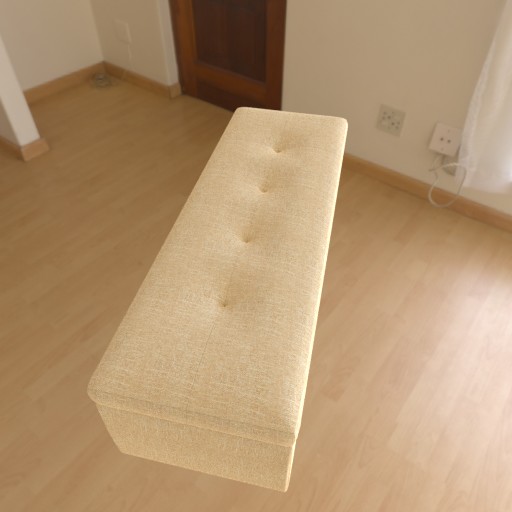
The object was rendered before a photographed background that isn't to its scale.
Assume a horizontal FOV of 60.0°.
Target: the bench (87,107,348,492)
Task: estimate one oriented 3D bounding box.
[{"bbox_3d":[0.000,0.000,1.381,0.432,0.406,1.219,9,46,9],"label":"bench"}]
